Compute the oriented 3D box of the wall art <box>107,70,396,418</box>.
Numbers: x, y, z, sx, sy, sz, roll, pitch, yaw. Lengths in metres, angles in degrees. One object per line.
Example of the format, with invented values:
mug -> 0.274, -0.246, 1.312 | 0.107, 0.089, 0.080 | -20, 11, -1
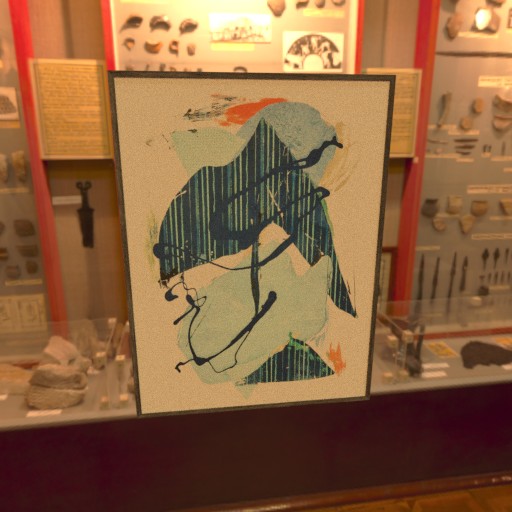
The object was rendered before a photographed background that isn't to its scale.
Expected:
wall art -> 0.000, 0.000, 1.329 | 0.762, 1.016, 0.063 | -2, 16, -7
